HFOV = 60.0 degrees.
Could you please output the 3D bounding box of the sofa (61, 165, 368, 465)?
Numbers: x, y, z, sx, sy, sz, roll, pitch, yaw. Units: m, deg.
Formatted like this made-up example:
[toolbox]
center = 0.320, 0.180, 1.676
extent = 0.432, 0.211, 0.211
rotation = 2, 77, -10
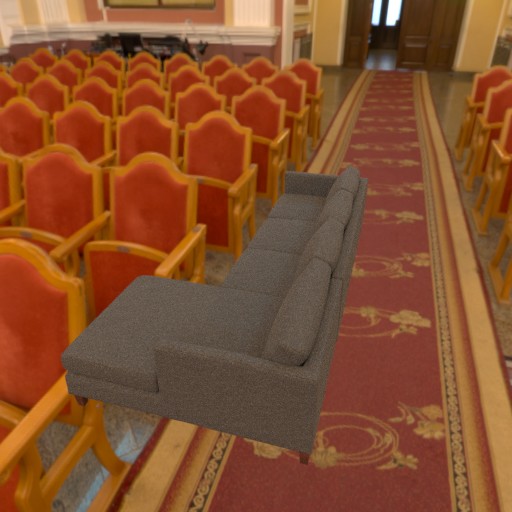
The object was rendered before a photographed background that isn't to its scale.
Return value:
[sofa]
center = 0.000, 0.000, 3.860
extent = 1.625, 0.846, 3.186
rotation = 8, 30, 15
